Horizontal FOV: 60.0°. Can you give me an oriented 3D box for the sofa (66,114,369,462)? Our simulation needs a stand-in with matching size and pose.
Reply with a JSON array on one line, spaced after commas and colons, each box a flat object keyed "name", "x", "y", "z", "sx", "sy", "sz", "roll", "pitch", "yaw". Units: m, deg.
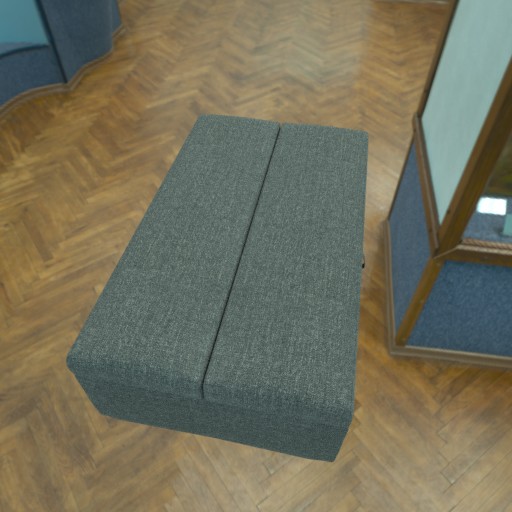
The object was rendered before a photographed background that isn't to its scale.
[{"name": "sofa", "x": 0.000, "y": 0.000, "z": 1.594, "sx": 0.782, "sy": 0.417, "sz": 1.198, "roll": 8, "pitch": 48, "yaw": 8}]
